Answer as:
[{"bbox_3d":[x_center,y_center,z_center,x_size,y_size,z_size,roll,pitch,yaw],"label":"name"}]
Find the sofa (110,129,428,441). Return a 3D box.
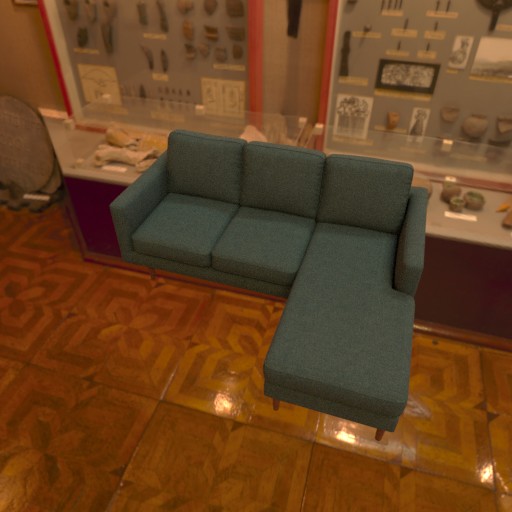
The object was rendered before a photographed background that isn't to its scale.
[{"bbox_3d":[0.000,0.000,2.932,2.055,0.957,1.667,12,42,14],"label":"sofa"}]
